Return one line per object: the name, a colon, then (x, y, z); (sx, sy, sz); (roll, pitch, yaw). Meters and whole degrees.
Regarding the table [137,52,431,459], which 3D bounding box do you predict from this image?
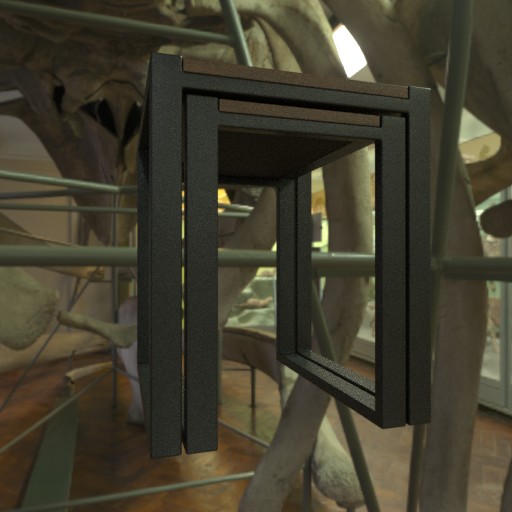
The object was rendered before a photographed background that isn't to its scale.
table: (0.000, 0.000, 0.899); (0.449, 0.550, 0.500); (0, 0, -17)
